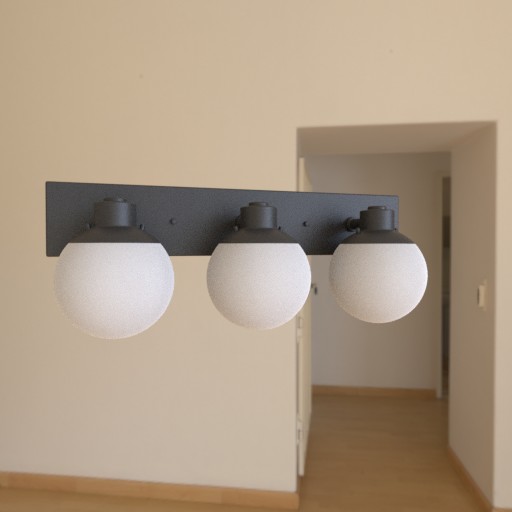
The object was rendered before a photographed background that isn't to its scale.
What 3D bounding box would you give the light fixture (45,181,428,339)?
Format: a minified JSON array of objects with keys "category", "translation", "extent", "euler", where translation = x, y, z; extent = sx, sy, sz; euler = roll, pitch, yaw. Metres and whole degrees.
[{"category":"light fixture","translation":[0.000,0.000,0.810],"extent":[0.721,0.263,0.218],"euler":[0,1,-18]}]
